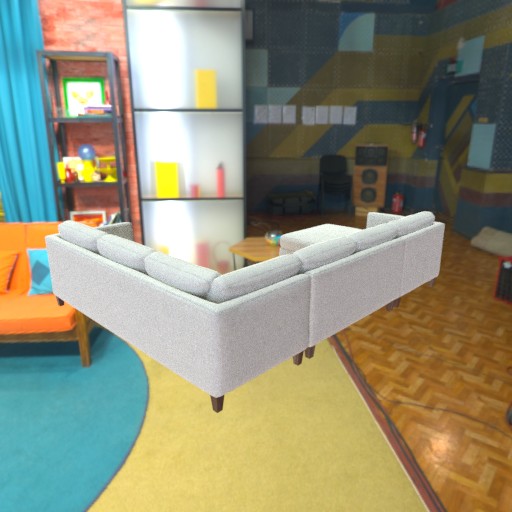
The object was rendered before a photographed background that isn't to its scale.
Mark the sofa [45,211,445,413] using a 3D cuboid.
[{"bbox_3d":[0.000,0.000,4.533,2.551,0.853,3.238,16,23,42],"label":"sofa"}]
